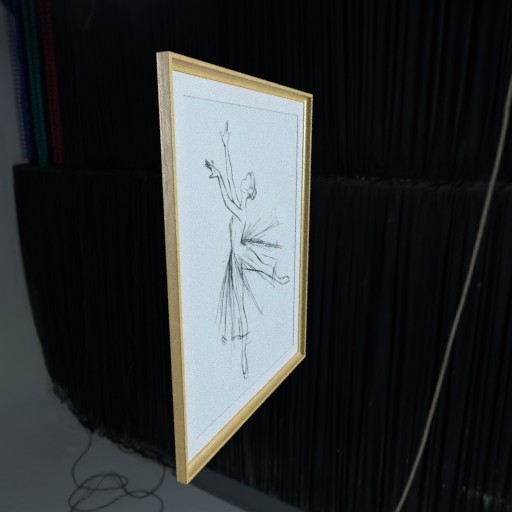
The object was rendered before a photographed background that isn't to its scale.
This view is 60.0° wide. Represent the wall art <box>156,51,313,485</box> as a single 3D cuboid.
[{"bbox_3d":[0.000,0.000,1.340,0.030,1.002,0.798,7,15,27],"label":"wall art"}]
